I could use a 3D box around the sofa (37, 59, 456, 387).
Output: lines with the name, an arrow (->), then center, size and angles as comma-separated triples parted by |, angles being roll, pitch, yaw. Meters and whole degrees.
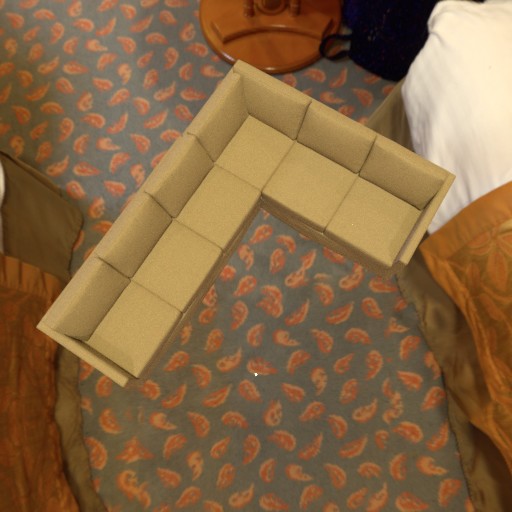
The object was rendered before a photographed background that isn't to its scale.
sofa -> 0.000, 0.000, 4.170 | 2.432, 0.871, 3.182 | 31, 77, 8
